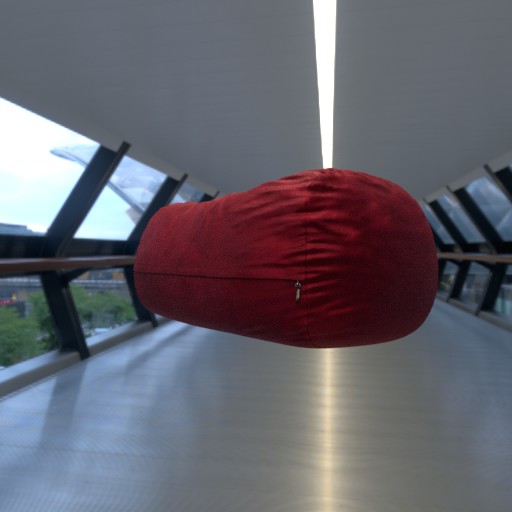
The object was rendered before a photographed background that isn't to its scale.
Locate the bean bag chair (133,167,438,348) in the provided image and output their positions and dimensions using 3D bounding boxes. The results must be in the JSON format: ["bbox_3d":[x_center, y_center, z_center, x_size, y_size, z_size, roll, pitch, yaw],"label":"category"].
[{"bbox_3d":[0.000,0.000,2.858,1.216,0.867,2.293,0,0,-36],"label":"bean bag chair"}]
